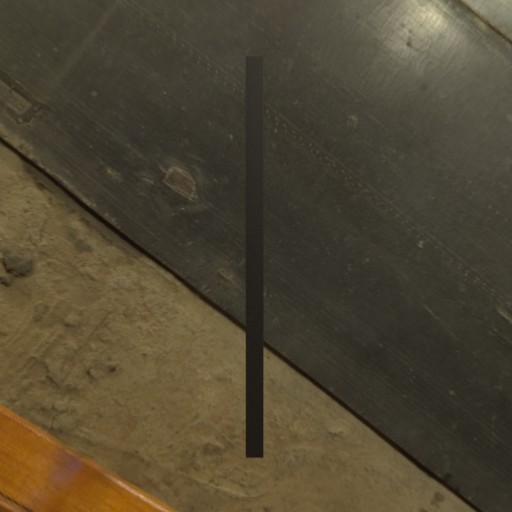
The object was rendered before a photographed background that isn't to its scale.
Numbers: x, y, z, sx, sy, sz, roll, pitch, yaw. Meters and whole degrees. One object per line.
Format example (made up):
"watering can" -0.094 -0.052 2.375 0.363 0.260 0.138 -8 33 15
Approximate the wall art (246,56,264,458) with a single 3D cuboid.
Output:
"wall art" 0.000 0.000 1.420 0.036 1.070 0.802 0 90 0
